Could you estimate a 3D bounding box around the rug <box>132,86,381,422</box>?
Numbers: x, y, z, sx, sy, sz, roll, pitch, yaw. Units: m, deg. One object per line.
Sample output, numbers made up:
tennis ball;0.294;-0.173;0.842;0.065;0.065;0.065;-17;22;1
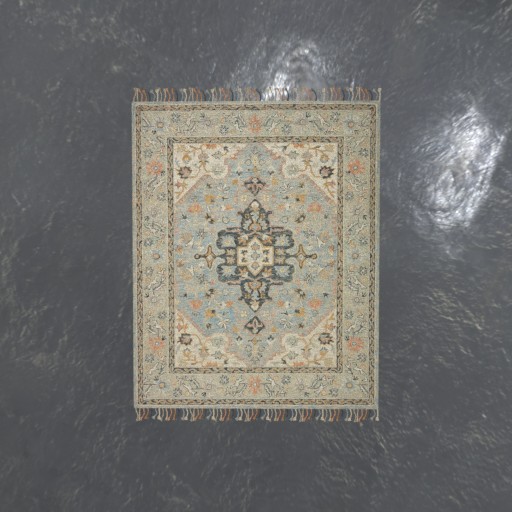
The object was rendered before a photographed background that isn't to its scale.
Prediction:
rug;0.000;0.000;4.262;2.379;0.011;3.221;0;91;1
